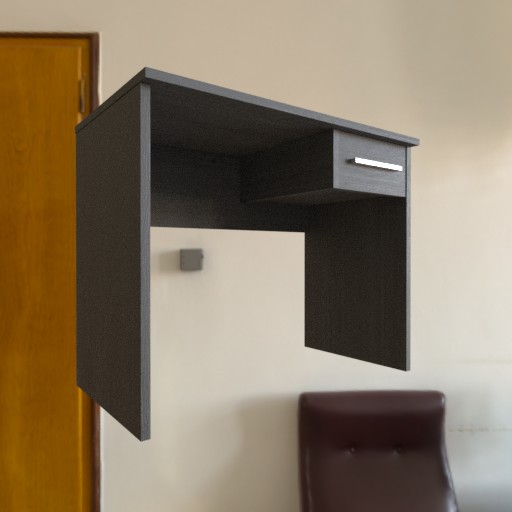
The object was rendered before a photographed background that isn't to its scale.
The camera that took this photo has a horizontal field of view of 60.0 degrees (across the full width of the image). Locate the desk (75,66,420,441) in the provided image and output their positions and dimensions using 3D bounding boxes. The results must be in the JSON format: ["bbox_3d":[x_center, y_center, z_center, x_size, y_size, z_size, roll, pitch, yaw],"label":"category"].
[{"bbox_3d":[0.000,0.000,1.309,0.893,0.724,0.498,0,0,-37],"label":"desk"}]
